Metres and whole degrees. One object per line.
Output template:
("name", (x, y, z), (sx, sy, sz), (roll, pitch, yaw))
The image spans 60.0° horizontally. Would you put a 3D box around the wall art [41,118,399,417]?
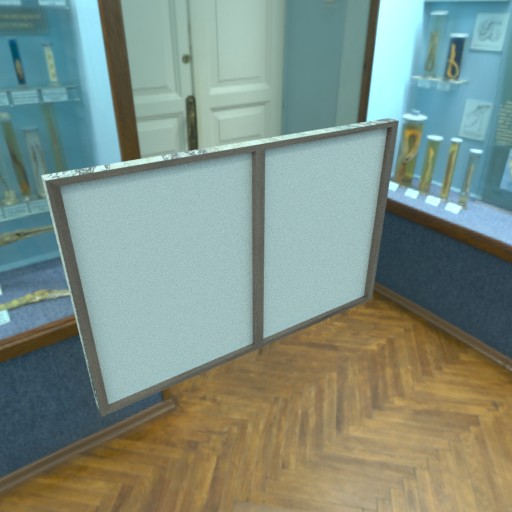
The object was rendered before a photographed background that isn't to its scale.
("wall art", (0.000, 0.000, 1.165), (0.919, 0.598, 0.038), (-17, 33, -29))
